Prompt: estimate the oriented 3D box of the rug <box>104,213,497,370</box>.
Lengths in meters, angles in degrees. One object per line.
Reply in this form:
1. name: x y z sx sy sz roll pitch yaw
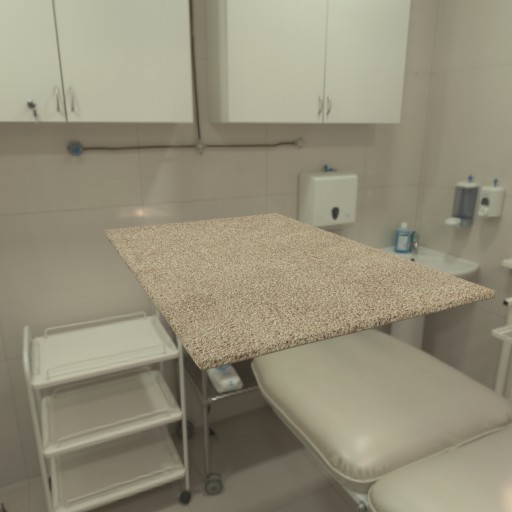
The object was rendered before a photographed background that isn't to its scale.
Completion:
1. rug: 0.000 0.000 2.224 1.219 0.030 1.778 -8 18 -25
